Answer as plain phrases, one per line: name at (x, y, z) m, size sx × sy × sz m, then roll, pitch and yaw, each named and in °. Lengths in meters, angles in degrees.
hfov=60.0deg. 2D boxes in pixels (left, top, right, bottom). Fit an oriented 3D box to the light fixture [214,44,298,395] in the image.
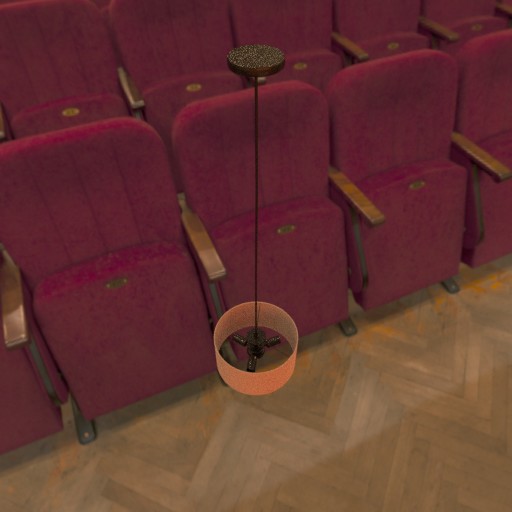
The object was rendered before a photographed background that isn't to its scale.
light fixture at (0.000, 0.000, 1.702) m, size 0.399 × 1.516 × 0.399 m, roll 0°, pitch 47°, yaw 0°
